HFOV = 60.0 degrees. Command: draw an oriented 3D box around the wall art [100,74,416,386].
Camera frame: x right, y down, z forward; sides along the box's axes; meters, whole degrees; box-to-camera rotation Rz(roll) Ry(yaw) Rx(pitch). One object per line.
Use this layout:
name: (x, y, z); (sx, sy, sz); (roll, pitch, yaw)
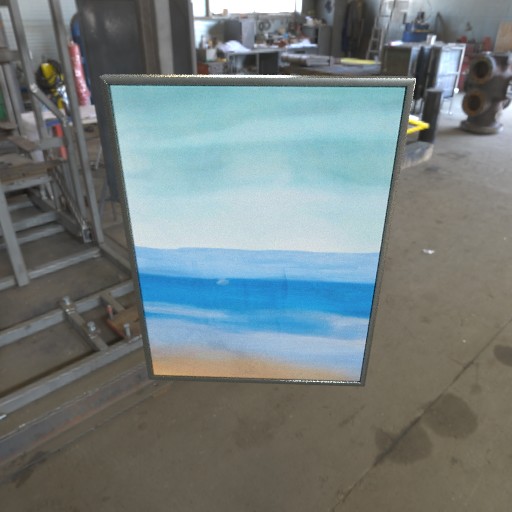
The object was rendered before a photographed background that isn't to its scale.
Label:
wall art: (0.000, 0.000, 1.403); (0.803, 1.062, 0.041); (1, 29, 2)
